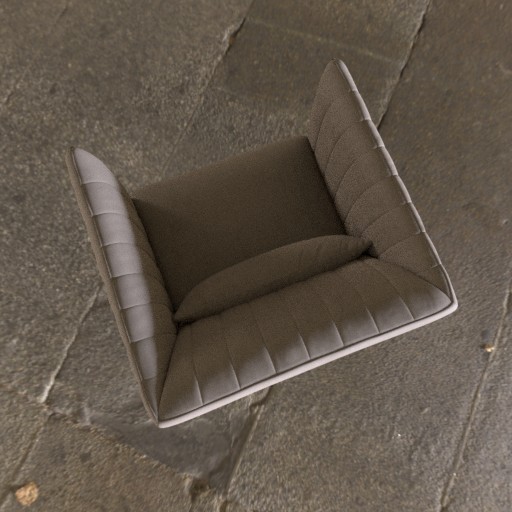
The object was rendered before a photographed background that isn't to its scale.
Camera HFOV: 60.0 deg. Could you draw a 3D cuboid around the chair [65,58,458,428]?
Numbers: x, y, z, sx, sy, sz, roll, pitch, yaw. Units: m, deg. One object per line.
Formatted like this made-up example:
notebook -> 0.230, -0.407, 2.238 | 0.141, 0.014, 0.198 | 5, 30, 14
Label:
chair -> 0.000, 0.000, 1.637 | 0.981, 0.779, 0.873 | -21, 77, -5
